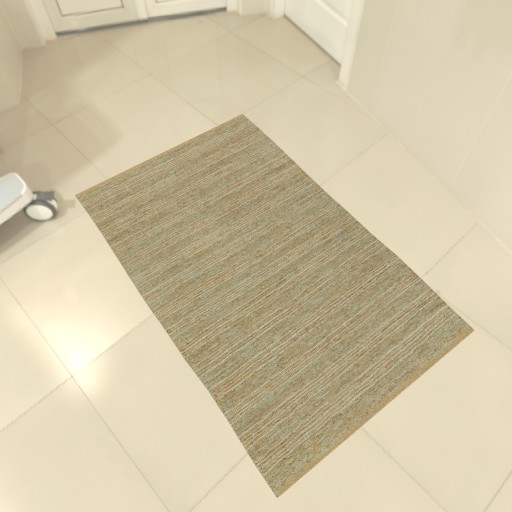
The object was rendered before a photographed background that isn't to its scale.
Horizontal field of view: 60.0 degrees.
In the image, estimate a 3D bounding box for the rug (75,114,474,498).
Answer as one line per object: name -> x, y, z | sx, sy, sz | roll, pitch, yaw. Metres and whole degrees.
rug -> 0.000, 0.000, 2.996 | 1.540, 0.012, 2.448 | -32, 63, -19
